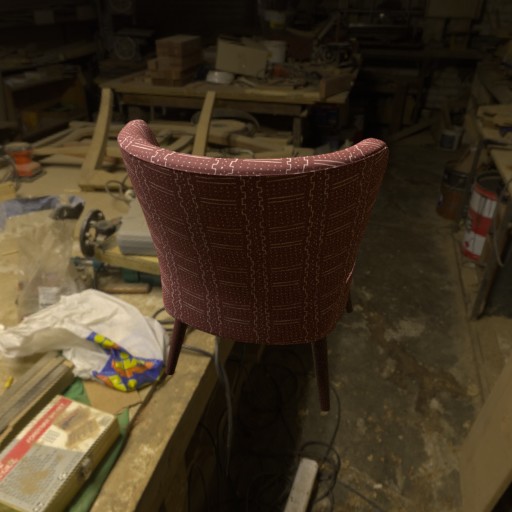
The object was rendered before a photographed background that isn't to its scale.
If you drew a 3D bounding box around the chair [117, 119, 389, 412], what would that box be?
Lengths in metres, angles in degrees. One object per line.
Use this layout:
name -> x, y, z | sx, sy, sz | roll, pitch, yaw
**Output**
chair -> 0.000, 0.000, 1.407 | 0.706, 0.866, 0.758 | 9, 32, 14
